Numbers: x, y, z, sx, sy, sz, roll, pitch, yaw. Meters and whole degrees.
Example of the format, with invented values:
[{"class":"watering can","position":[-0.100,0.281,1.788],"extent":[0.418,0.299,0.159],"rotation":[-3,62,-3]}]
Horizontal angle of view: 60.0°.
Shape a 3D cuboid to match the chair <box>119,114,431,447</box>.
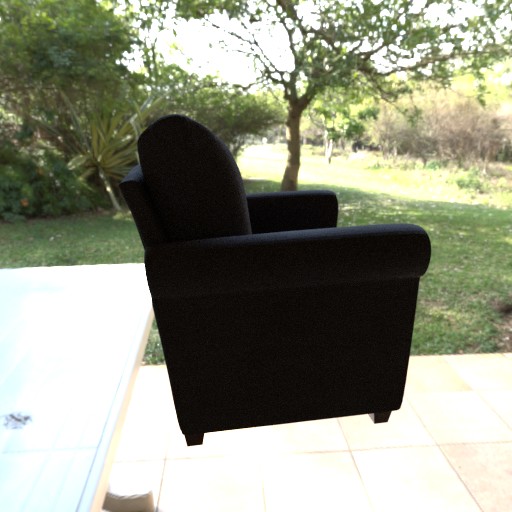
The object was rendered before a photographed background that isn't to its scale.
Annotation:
[{"class":"chair","position":[0.000,0.000,1.570],"extent":[0.828,0.942,0.867],"rotation":[-3,16,-10]}]
